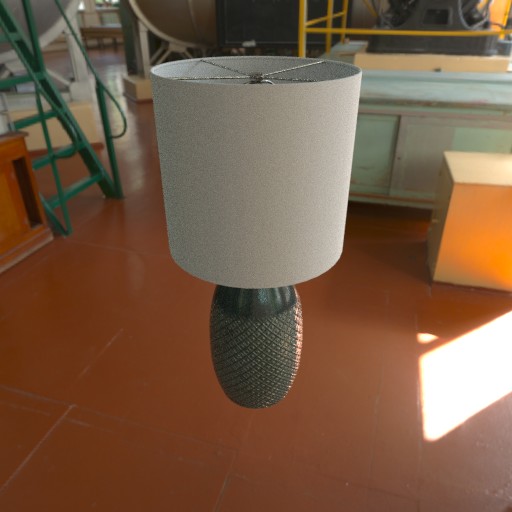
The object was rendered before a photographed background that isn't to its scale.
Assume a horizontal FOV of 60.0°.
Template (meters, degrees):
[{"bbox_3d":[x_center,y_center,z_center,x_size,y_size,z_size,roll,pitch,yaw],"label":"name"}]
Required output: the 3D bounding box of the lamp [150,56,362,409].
[{"bbox_3d":[0.000,0.000,0.574,0.217,0.453,0.217,-22,37,-33],"label":"lamp"}]
